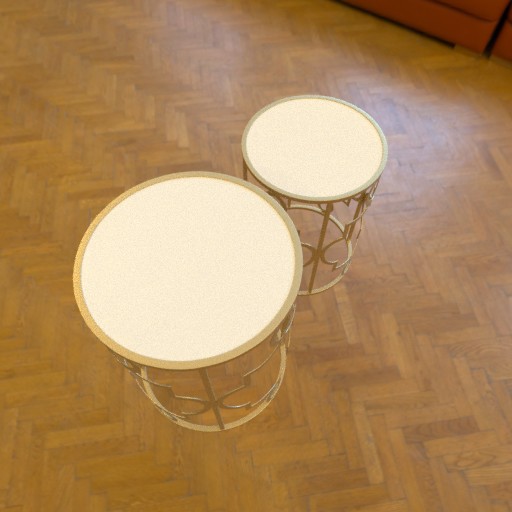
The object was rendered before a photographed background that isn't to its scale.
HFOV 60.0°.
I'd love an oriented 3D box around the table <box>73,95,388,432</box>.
[{"bbox_3d":[0.000,0.000,1.150,0.420,0.564,0.846,31,64,17],"label":"table"}]
